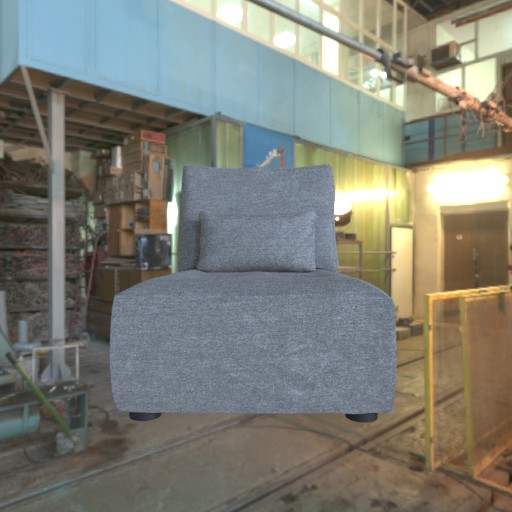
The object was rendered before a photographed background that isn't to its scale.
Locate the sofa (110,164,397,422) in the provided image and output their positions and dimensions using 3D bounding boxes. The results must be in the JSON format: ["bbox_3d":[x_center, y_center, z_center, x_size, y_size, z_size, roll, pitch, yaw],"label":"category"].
[{"bbox_3d":[0.000,0.000,1.575,0.700,0.820,1.000,0,0,1],"label":"sofa"}]
